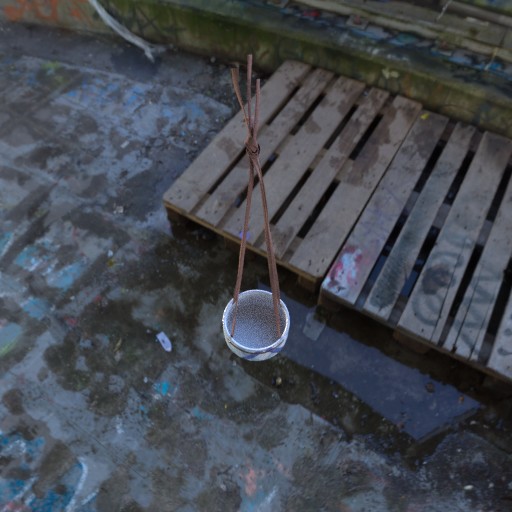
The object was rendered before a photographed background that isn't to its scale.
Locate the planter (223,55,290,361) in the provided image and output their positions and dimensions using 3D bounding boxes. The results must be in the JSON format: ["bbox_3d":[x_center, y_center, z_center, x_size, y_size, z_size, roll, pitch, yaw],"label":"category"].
[{"bbox_3d":[0.000,0.000,0.827,0.166,0.751,0.166,28,62,17],"label":"planter"}]
